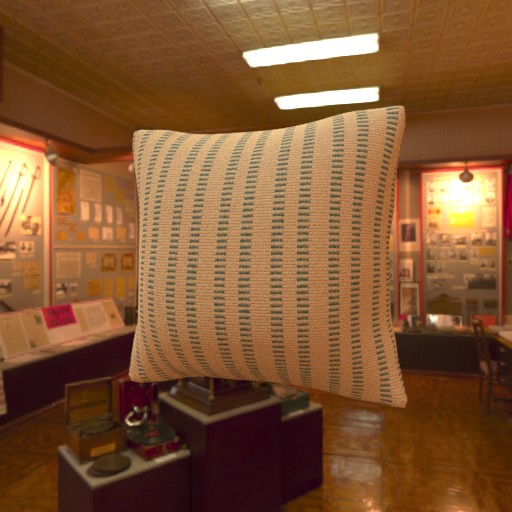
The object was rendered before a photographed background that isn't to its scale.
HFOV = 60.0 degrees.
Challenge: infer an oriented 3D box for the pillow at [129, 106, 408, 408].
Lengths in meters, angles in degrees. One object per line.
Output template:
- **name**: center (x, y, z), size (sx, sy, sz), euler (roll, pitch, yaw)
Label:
- **pillow**: center (0.000, 0.000, 0.677), size (0.438, 0.419, 0.247), euler (0, 0, 18)
